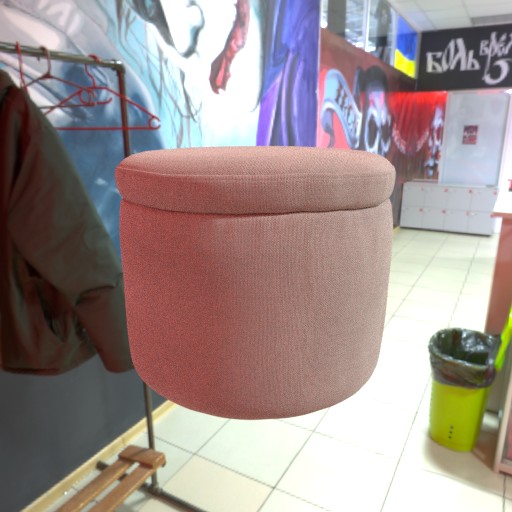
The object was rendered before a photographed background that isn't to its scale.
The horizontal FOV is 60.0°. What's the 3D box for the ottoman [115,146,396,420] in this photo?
[{"bbox_3d":[0.000,0.000,0.854,0.497,0.409,0.497,0,15,0],"label":"ottoman"}]
